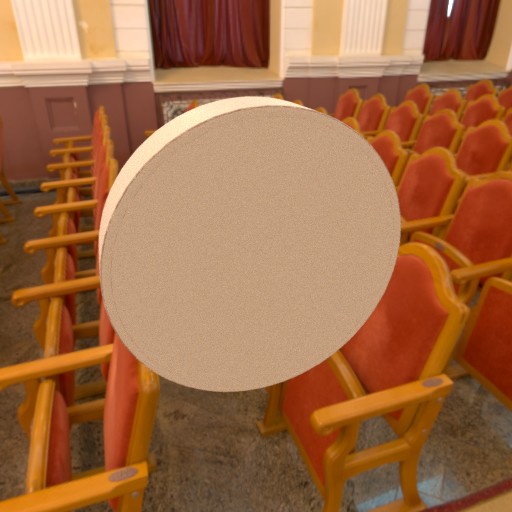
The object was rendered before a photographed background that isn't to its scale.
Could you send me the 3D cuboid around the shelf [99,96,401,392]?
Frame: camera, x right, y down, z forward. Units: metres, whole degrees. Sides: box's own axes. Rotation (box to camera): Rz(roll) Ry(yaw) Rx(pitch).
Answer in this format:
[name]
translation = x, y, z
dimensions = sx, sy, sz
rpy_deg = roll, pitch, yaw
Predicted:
[shelf]
translation = 0.000, 0.000, 1.209
dimensions = 0.806, 0.807, 0.158
rpy_deg = -9, 28, -17
